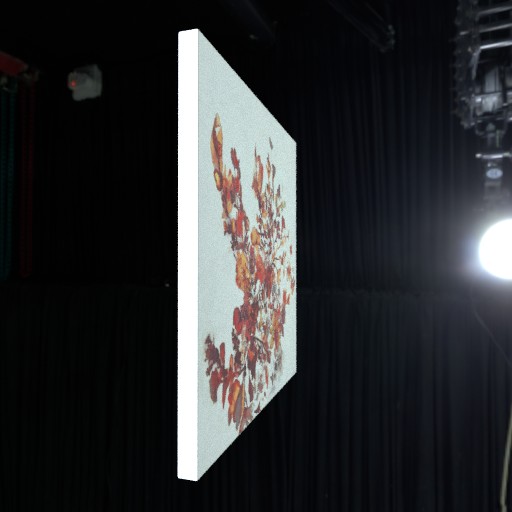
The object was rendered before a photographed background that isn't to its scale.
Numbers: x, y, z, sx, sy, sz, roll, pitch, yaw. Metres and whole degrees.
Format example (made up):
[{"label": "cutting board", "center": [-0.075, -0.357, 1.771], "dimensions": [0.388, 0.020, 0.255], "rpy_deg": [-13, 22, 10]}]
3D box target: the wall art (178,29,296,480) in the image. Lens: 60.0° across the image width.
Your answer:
[{"label": "wall art", "center": [0.000, 0.000, 1.475], "dimensions": [0.049, 1.009, 1.009], "rpy_deg": [0, -1, 18]}]
